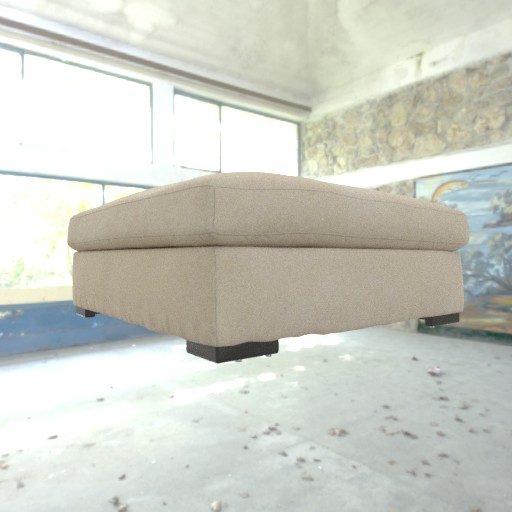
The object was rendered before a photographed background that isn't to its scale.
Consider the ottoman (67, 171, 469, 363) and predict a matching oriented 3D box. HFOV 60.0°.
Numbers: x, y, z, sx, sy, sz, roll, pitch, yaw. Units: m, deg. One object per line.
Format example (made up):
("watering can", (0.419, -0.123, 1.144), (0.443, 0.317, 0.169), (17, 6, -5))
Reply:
("ottoman", (0.000, 0.000, 1.818), (1.190, 0.522, 1.205), (0, 0, -37))
